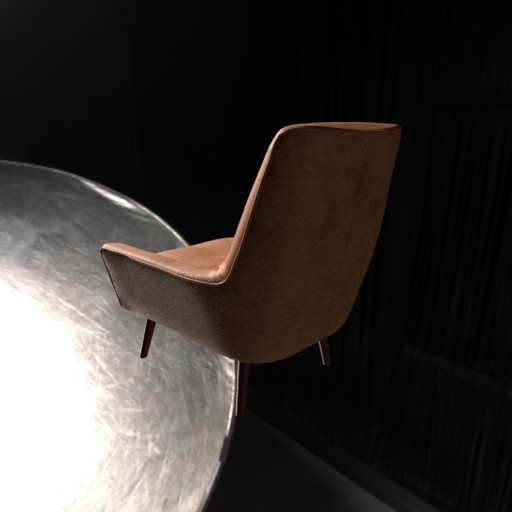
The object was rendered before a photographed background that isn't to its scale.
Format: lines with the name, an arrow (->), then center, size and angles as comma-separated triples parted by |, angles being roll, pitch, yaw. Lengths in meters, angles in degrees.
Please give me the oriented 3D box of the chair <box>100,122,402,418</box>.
chair -> 0.000, 0.000, 1.529 | 0.753, 0.883, 0.851 | -15, 23, -41
